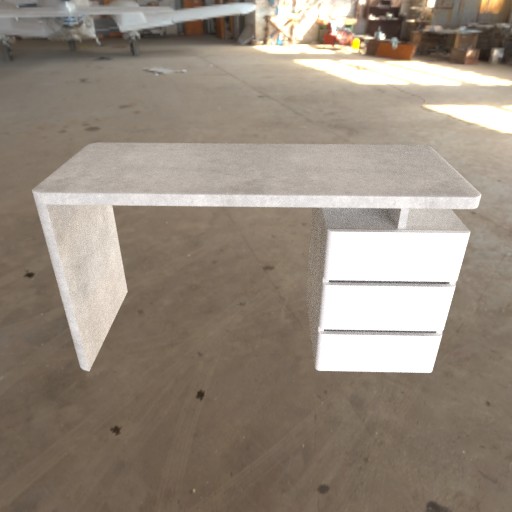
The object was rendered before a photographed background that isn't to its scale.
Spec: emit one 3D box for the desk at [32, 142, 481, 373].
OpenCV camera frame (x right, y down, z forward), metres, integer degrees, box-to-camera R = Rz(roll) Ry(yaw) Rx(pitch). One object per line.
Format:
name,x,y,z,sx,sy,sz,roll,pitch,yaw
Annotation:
desk,0.000,0.000,1.779,1.400,0.755,0.550,1,30,1
